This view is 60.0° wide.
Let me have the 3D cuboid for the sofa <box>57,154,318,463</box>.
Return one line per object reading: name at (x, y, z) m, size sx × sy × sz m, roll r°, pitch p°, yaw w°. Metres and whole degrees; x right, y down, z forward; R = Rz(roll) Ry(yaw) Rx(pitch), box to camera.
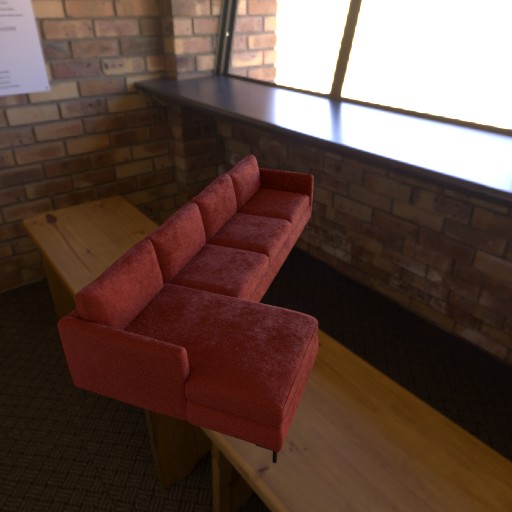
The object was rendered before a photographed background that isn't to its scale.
sofa at (0.000, 0.000, 2.982) m, size 1.136 × 0.663 × 2.467 m, roll 10°, pitch 31°, yaw 17°
